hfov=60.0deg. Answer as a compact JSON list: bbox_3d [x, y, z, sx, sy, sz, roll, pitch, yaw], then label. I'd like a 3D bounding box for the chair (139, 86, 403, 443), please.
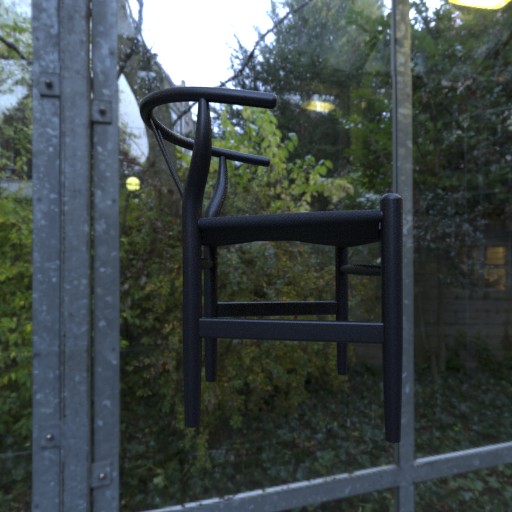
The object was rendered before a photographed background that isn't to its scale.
[{"bbox_3d":[0.000,0.000,1.135,0.579,0.730,0.569,0,-1,0],"label":"chair"}]
